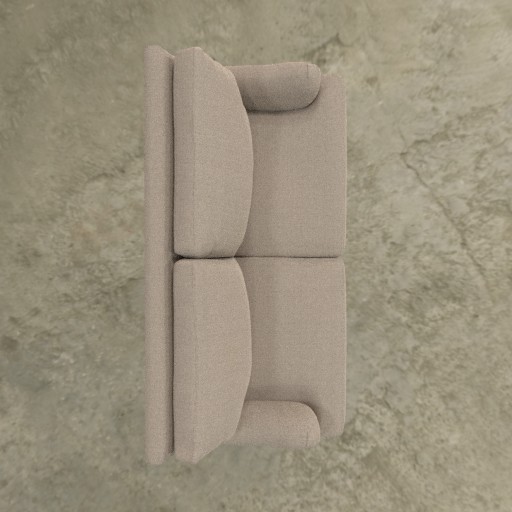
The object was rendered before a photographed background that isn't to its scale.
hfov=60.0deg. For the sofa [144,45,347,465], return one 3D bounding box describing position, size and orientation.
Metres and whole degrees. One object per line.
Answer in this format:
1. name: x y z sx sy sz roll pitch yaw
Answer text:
1. sofa: 0.000 0.000 2.633 1.087 1.054 2.160 0 91 2
